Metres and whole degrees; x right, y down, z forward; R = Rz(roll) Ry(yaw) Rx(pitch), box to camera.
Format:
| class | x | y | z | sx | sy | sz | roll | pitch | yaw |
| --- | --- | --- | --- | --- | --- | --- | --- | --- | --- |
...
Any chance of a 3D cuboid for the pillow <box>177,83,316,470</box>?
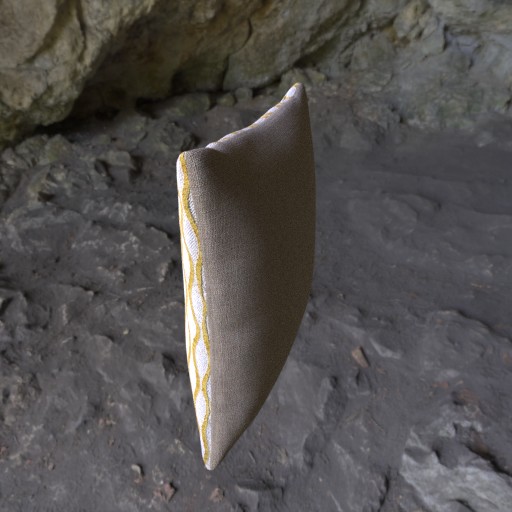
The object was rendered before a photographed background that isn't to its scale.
| class | x | y | z | sx | sy | sz | roll | pitch | yaw |
| --- | --- | --- | --- | --- | --- | --- | --- | --- | --- |
| pillow | 0.000 | 0.000 | 0.664 | 0.159 | 0.436 | 0.429 | 9 | 31 | 15 |
